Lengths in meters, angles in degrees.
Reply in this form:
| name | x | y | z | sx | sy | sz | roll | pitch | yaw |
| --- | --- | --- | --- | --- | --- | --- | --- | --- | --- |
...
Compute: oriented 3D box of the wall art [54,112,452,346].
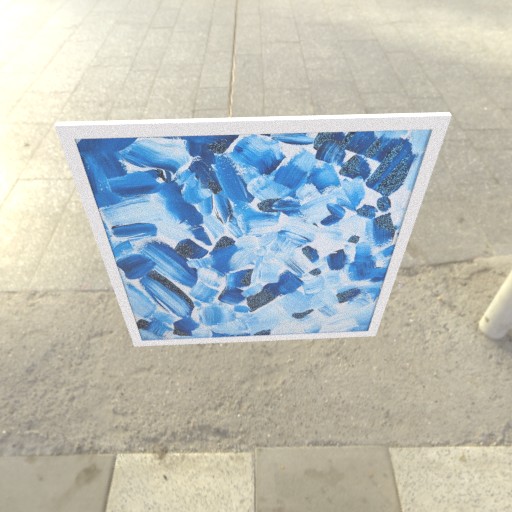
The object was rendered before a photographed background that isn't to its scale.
| name | x | y | z | sx | sy | sz | roll | pitch | yaw |
| --- | --- | --- | --- | --- | --- | --- | --- | --- | --- |
| wall art | 0.000 | 0.000 | 1.203 | 0.812 | 0.812 | 0.015 | -2 | 46 | -2 |
